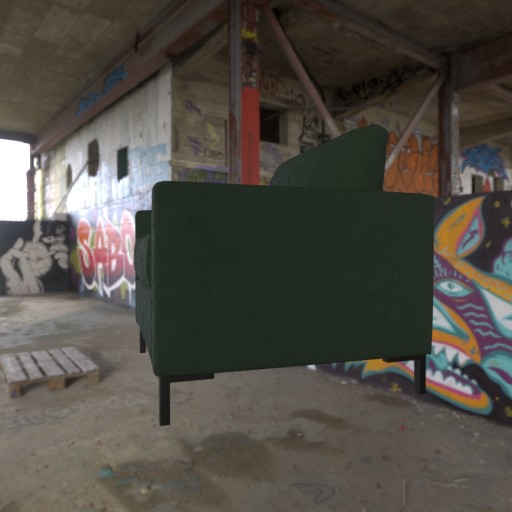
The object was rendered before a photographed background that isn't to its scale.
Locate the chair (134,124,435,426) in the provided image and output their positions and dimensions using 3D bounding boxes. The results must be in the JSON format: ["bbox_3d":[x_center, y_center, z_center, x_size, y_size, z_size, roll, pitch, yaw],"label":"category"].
[{"bbox_3d":[0.000,0.000,1.668,0.866,0.861,0.963,0,1,-18],"label":"chair"}]
